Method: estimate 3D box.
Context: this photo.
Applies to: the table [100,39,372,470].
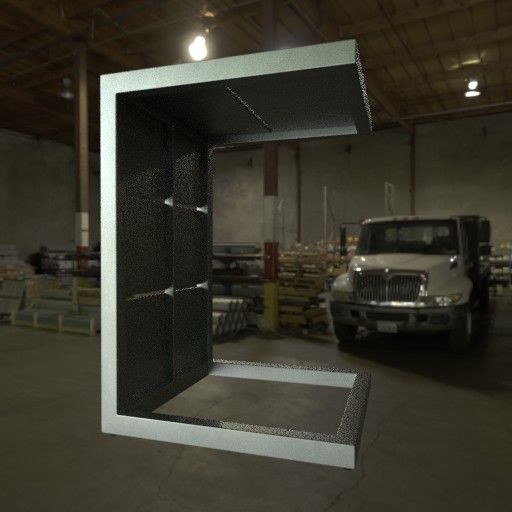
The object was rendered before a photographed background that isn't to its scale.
[{"bbox_3d":[0.000,0.000,0.873,0.420,0.609,0.405,0,1,18],"label":"table"}]
